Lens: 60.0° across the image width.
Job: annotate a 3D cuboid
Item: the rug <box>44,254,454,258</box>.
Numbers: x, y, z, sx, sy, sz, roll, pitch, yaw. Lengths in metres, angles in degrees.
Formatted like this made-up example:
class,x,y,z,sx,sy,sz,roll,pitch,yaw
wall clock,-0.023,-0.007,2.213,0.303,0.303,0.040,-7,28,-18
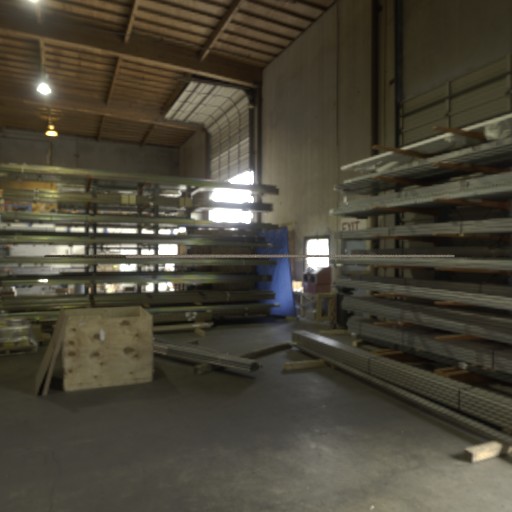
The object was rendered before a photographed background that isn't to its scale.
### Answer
class,x,y,z,sx,sy,sz,roll,pitch,yaw
rug,0.000,0.000,2.134,1.677,0.011,1.066,0,0,-36
